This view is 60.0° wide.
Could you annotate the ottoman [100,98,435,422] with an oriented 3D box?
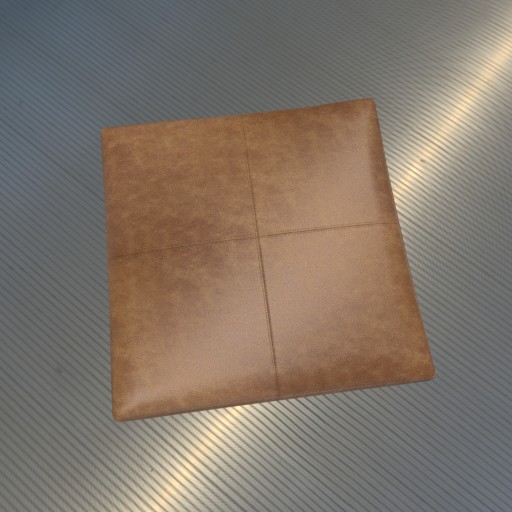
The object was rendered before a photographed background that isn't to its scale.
[{"bbox_3d":[0.000,0.000,1.876,1.168,0.483,1.169,-7,75,-2],"label":"ottoman"}]
